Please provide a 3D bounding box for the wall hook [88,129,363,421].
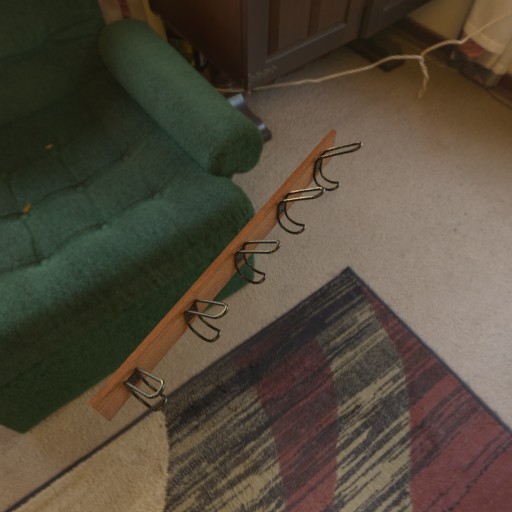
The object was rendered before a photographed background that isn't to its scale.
[{"bbox_3d":[0.000,0.000,0.621,0.076,0.116,0.554,30,62,18],"label":"wall hook"}]
